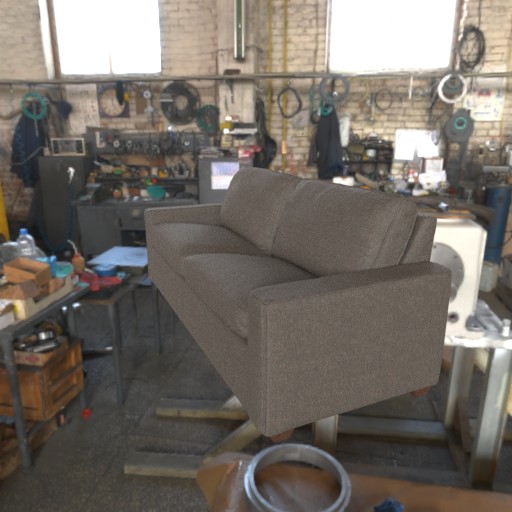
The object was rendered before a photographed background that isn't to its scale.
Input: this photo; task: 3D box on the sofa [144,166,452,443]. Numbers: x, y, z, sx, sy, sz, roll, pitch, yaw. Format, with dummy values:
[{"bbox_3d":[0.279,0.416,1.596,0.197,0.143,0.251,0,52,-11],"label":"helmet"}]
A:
[{"bbox_3d":[0.000,0.000,2.616,0.940,0.919,2.080,-7,18,-24],"label":"sofa"}]
